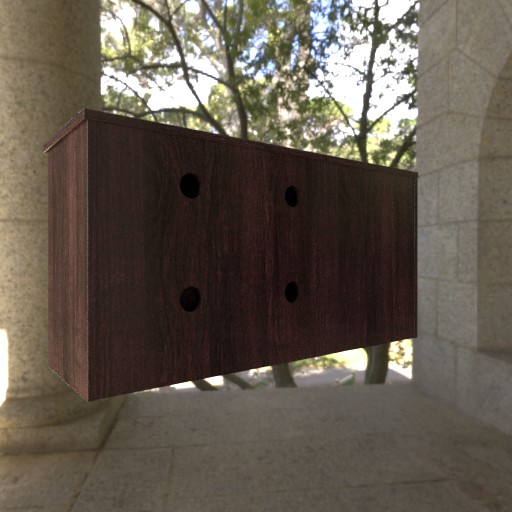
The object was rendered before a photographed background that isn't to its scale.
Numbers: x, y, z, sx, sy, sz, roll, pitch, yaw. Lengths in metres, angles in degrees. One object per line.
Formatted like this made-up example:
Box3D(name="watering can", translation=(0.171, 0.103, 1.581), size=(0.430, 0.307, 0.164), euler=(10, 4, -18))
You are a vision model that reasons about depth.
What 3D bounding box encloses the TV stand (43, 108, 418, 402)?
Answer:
Box3D(name="TV stand", translation=(0.000, 0.000, 1.435), size=(1.192, 0.614, 0.404), euler=(0, 0, -37))
